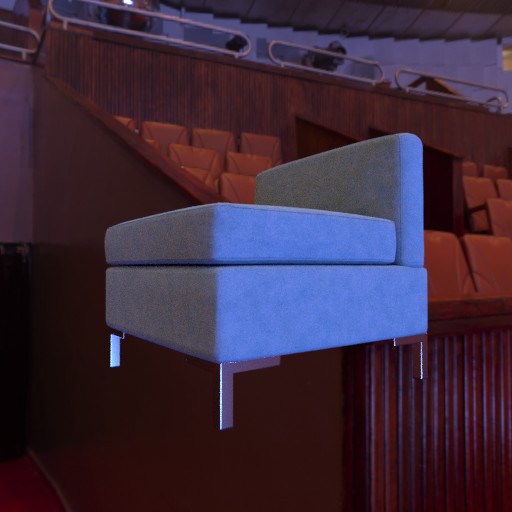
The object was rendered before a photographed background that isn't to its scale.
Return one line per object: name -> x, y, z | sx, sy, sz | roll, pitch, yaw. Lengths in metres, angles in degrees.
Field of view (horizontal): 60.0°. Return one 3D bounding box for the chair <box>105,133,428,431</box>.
chair -> 0.000, 0.000, 1.263 | 0.685, 0.660, 0.684 | 1, -2, -36
